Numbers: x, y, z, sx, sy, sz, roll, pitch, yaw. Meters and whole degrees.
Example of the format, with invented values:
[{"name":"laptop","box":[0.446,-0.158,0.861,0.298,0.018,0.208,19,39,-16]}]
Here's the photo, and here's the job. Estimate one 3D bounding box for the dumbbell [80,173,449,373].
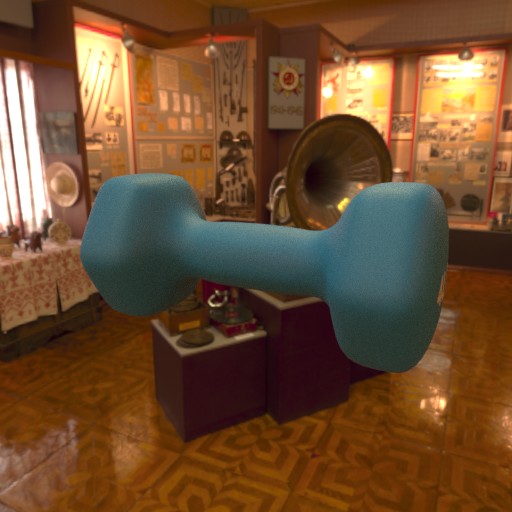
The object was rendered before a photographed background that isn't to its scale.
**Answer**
[{"name":"dumbbell","box":[0.000,0.000,0.192,0.152,0.066,0.074,7,16,27]}]
